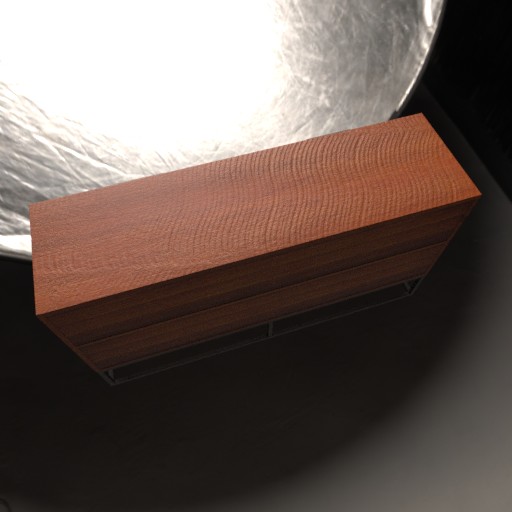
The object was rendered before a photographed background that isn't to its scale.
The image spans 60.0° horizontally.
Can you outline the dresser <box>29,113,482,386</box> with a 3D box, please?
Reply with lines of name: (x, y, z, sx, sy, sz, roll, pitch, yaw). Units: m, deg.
dresser: (0.000, 0.000, 1.913, 1.536, 0.810, 0.464, -15, 60, -9)
